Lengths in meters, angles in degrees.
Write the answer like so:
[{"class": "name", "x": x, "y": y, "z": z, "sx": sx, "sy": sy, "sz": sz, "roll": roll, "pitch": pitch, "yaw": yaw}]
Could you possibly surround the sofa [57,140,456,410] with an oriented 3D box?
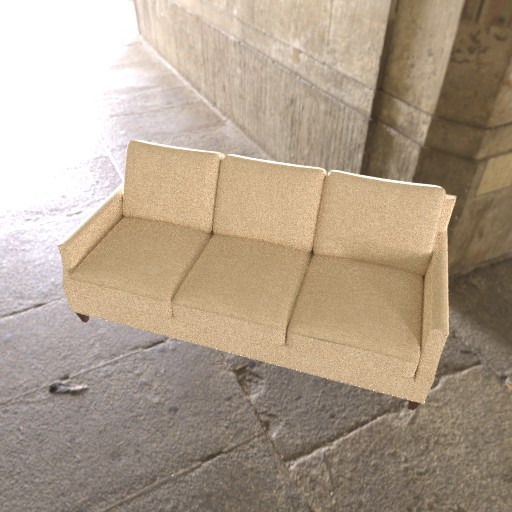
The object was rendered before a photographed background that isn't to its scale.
[{"class": "sofa", "x": 0.000, "y": 0.000, "z": 2.764, "sx": 2.210, "sy": 0.940, "sz": 1.041, "roll": 12, "pitch": 42, "yaw": 13}]
